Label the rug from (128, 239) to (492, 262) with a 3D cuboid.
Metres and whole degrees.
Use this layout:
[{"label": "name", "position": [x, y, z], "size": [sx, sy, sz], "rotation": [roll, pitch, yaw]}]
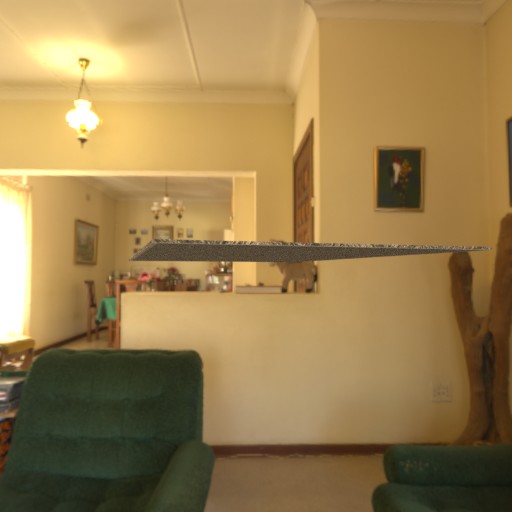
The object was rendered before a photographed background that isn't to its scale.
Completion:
[{"label": "rug", "position": [0.000, 0.000, 2.248], "size": [1.189, 0.011, 1.808], "rotation": [1, -2, -18]}]
